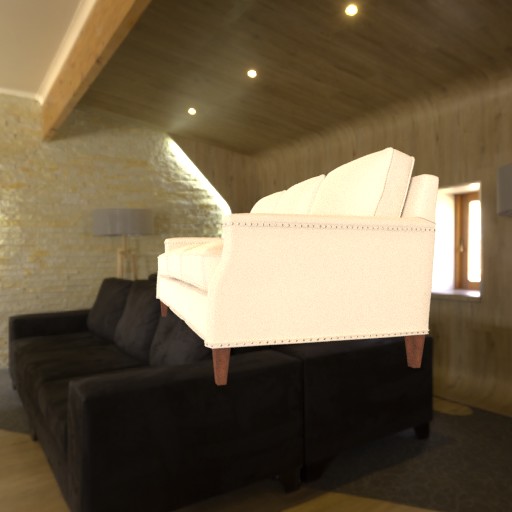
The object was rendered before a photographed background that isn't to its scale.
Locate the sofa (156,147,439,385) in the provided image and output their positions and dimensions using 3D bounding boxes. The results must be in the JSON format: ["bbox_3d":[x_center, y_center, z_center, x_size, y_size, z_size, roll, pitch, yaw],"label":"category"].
[{"bbox_3d":[0.000,0.000,2.867,1.084,1.003,2.246,0,0,-18],"label":"sofa"}]
